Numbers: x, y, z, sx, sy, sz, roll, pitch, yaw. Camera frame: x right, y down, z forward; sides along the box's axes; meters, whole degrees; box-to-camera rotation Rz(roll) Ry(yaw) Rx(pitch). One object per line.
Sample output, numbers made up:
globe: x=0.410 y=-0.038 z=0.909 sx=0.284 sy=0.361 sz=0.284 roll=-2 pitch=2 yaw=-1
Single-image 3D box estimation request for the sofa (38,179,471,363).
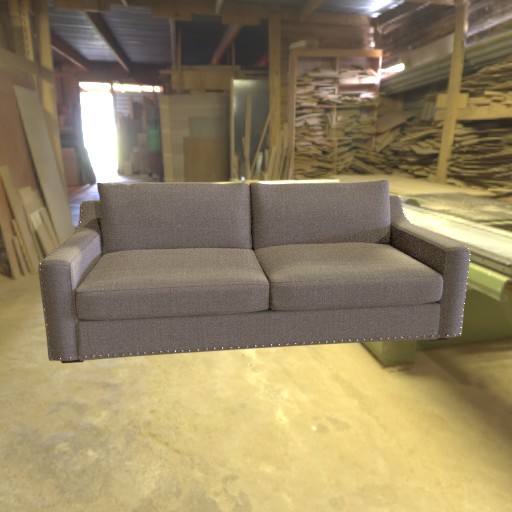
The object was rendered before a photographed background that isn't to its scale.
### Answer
sofa: x=0.000 y=0.000 z=2.688 sx=2.208 sy=0.857 sz=1.000 roll=-2 pitch=15 yaw=-7
